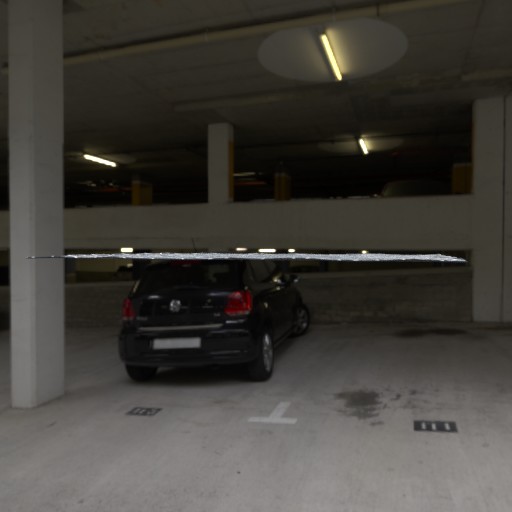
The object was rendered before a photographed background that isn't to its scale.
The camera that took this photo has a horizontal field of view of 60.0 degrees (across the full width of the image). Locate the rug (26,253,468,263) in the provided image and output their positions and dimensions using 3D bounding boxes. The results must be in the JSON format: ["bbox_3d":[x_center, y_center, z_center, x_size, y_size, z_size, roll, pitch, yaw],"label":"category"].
[{"bbox_3d":[0.000,0.000,3.036,2.448,0.017,1.529,0,1,18],"label":"rug"}]
